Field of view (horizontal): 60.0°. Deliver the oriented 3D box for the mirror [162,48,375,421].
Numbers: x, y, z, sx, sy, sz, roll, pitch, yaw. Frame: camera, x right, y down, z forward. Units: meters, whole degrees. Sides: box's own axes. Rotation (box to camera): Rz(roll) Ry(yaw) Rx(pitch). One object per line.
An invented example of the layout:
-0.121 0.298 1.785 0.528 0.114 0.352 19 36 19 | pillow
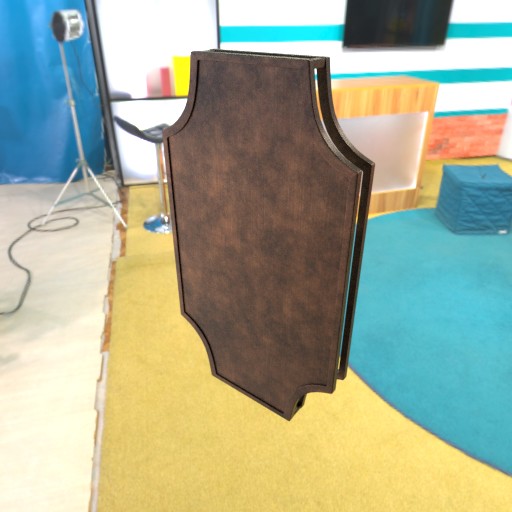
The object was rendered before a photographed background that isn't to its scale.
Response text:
0.000 0.000 0.973 0.462 0.811 0.066 21 35 32 | mirror
